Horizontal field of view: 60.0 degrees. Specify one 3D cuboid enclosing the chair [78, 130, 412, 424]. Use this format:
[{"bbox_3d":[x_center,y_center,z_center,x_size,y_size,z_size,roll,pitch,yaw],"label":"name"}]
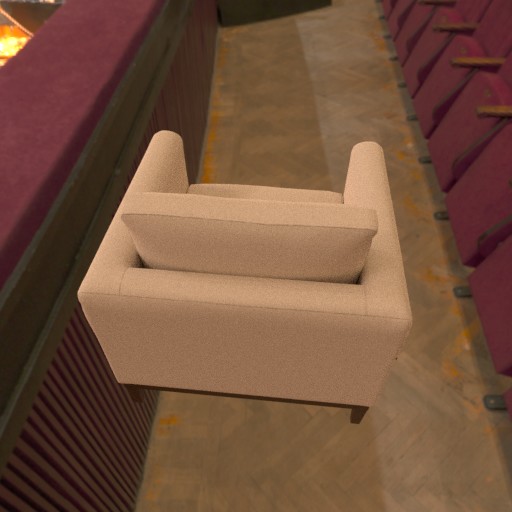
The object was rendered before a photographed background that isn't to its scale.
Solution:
[{"bbox_3d":[0.000,0.000,1.712,0.982,0.915,0.896,4,46,4],"label":"chair"}]
